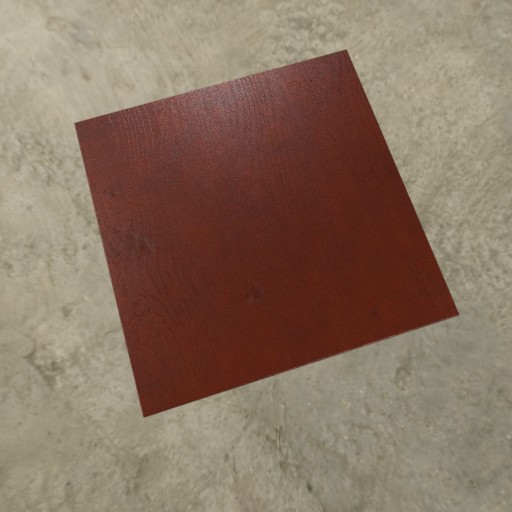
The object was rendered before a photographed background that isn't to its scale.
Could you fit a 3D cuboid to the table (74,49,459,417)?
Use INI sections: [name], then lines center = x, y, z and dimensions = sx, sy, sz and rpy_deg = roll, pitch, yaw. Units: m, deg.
[table]
center = 0.000, 0.000, 0.990
dimensions = 0.522, 0.558, 0.523
rpy_deg = -14, 76, -4
